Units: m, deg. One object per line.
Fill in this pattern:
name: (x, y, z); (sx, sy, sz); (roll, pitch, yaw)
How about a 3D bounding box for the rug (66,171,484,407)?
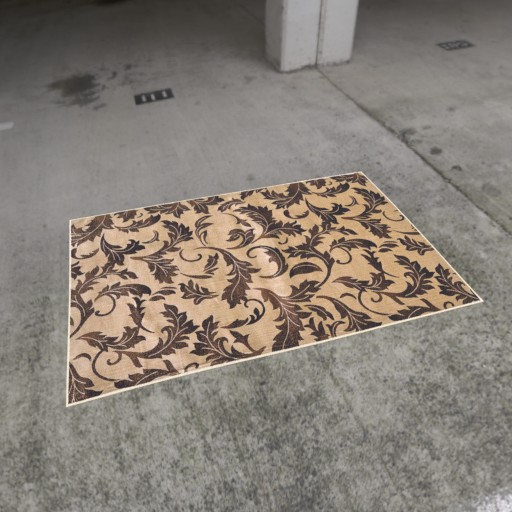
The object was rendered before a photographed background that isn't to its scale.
rug: (0.000, 0.000, 2.829); (2.284, 0.008, 1.522); (-11, 42, -13)
